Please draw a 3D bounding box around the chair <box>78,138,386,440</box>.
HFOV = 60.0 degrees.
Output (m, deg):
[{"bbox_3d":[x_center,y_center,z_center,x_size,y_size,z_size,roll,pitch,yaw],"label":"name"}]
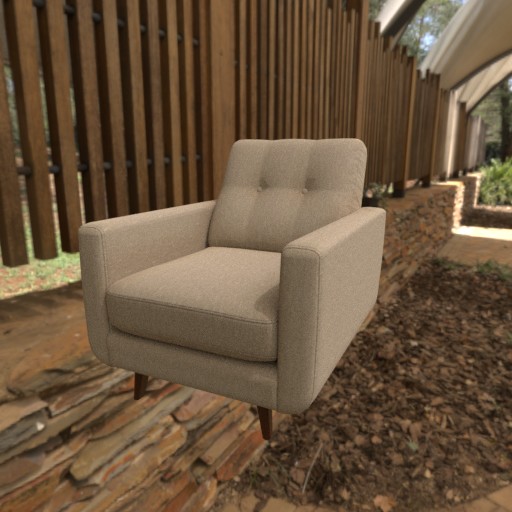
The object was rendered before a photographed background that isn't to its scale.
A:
[{"bbox_3d":[0.000,0.000,1.858,0.897,0.965,1.128,6,15,25],"label":"chair"}]
